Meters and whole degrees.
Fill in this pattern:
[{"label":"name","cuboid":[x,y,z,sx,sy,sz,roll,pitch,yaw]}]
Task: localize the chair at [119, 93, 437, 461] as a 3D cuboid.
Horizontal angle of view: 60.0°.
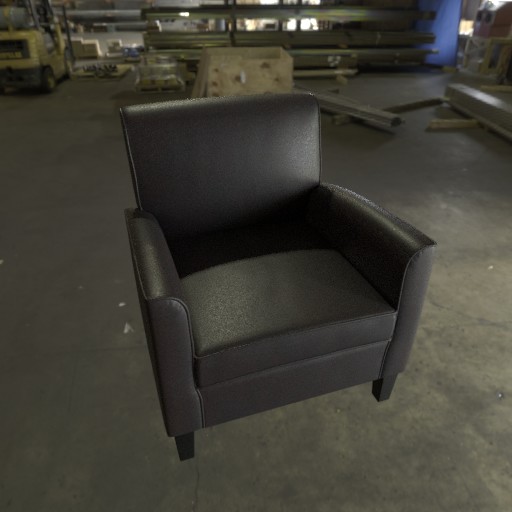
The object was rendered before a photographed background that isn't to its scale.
[{"label":"chair","cuboid":[0.000,0.000,1.537,0.820,0.916,0.819,-10,33,-16]}]
